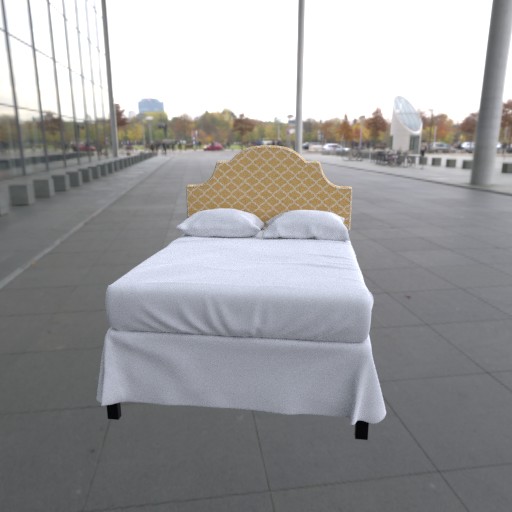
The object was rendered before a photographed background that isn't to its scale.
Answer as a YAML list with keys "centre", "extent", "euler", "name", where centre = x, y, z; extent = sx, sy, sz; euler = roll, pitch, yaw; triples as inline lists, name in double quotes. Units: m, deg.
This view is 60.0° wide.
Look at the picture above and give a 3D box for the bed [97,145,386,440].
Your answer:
- centre: [0.000, 0.000, 3.399]
  extent: [1.780, 1.633, 2.222]
  euler: [2, 15, 7]
  name: "bed"
